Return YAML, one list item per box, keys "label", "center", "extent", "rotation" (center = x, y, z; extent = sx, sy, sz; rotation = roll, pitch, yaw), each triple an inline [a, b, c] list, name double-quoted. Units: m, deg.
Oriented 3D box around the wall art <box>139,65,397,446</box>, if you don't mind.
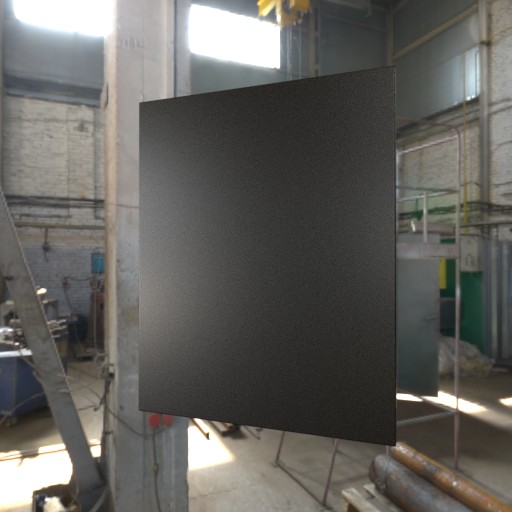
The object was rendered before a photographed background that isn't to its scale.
- label: "wall art"
  center: [0.000, 0.000, 1.575]
  extent: [0.950, 1.194, 0.053]
  rotation: [0, 0, 20]
